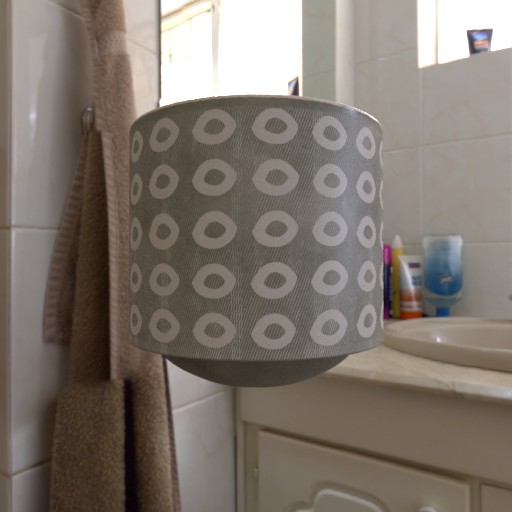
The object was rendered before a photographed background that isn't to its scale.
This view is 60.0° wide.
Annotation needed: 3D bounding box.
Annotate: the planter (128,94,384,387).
[{"bbox_3d":[0.000,0.000,0.344,0.190,0.181,0.190,0,-1,0],"label":"planter"}]
